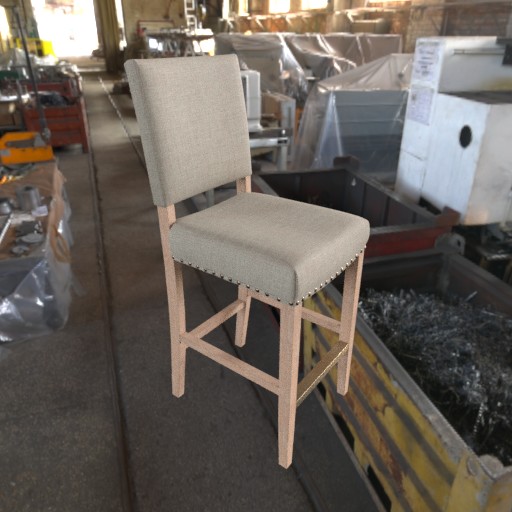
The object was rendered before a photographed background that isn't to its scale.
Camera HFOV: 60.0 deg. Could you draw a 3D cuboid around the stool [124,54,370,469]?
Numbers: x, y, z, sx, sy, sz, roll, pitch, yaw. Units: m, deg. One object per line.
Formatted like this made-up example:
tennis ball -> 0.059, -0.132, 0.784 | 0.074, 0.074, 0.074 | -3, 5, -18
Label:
stool -> 0.000, 0.000, 1.442 | 0.585, 1.173, 0.445 | 19, 32, 32
